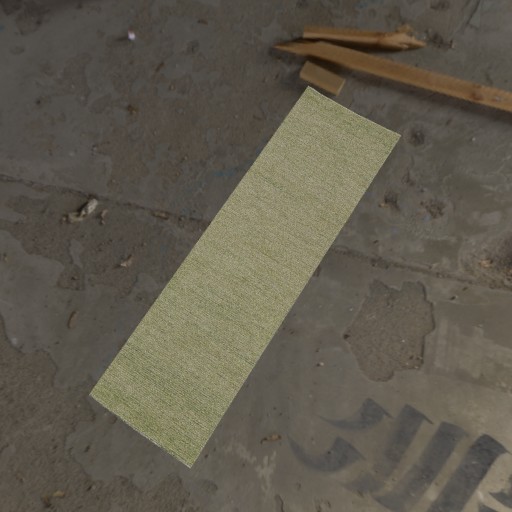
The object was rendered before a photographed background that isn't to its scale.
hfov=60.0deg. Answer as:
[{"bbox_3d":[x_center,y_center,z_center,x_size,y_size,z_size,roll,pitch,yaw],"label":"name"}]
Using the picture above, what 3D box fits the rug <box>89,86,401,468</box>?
[{"bbox_3d":[0.000,0.000,2.635,0.686,0.013,2.340,32,78,8],"label":"rug"}]
